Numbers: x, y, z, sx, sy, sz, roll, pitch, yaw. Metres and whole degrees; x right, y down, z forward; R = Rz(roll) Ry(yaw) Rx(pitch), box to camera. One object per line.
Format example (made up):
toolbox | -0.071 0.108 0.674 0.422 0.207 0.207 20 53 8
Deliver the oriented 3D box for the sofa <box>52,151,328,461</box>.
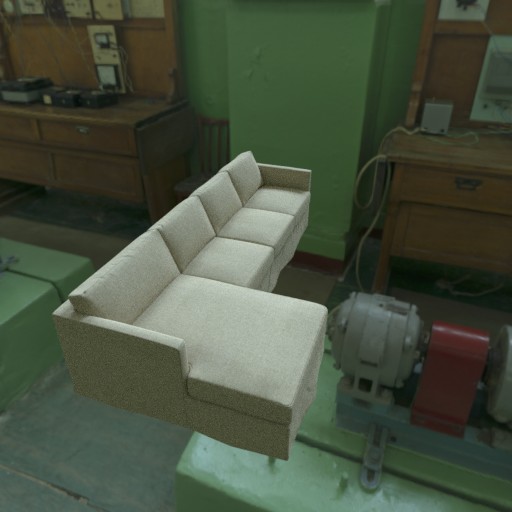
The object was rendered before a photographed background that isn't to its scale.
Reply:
sofa | 0.000 0.000 3.985 1.650 0.922 3.205 11 33 17
